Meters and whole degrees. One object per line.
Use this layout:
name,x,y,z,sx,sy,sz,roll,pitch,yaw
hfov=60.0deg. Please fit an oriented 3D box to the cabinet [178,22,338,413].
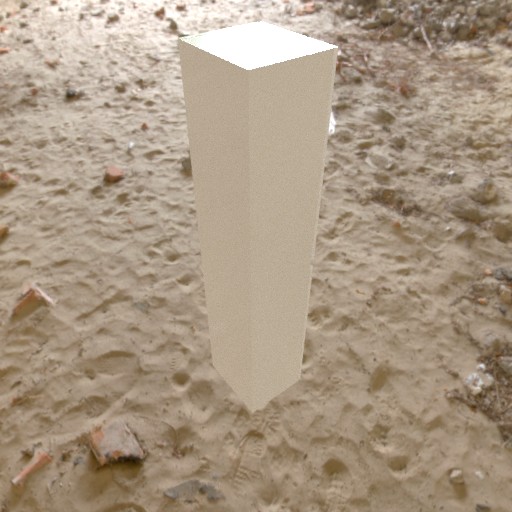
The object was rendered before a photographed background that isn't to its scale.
cabinet,0.000,0.000,1.555,0.270,1.400,0.300,-27,48,-27
